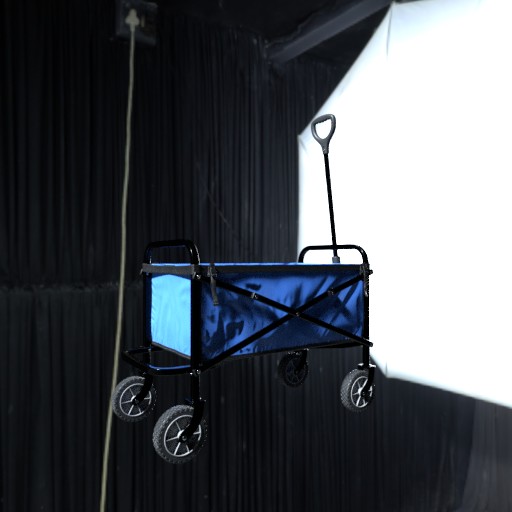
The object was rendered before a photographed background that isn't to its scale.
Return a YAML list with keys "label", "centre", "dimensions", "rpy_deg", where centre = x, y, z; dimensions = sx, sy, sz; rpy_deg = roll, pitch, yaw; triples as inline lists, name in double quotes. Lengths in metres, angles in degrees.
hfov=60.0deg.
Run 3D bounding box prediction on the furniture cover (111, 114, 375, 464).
- label: "furniture cover"
  centre: [0.000, 0.000, 1.821]
  dimensions: [1.038, 1.295, 0.532]
  rpy_deg: [0, -1, -35]
